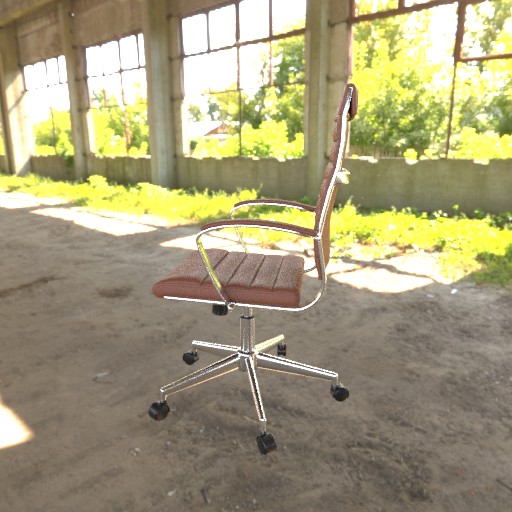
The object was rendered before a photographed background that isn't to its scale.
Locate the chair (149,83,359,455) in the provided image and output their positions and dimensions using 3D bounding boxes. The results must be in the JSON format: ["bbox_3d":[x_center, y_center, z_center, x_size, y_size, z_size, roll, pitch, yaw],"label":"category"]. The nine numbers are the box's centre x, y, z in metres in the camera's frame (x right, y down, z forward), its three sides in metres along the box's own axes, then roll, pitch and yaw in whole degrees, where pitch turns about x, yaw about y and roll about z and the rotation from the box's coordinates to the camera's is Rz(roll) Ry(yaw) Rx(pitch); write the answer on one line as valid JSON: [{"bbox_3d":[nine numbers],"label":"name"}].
[{"bbox_3d":[0.000,0.000,1.660,0.739,1.149,0.766,2,14,8],"label":"chair"}]
